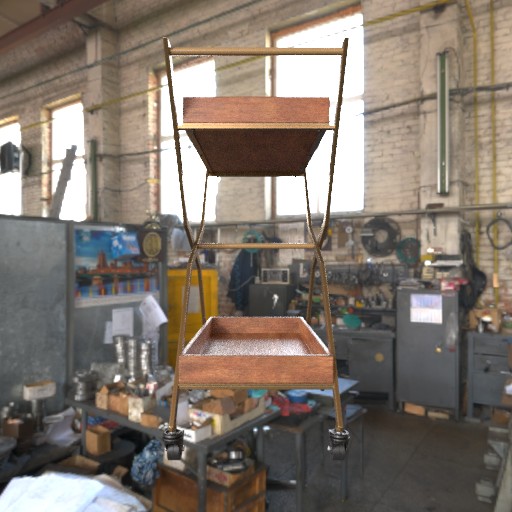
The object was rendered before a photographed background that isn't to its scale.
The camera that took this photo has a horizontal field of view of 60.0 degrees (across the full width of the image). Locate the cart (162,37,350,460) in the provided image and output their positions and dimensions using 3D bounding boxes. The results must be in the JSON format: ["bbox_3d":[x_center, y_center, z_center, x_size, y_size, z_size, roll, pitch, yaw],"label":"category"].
[{"bbox_3d":[0.000,0.000,1.301,0.405,0.869,0.836,0,-1,0],"label":"cart"}]
